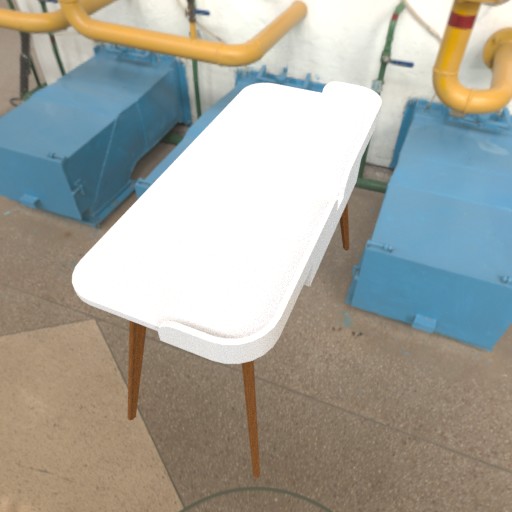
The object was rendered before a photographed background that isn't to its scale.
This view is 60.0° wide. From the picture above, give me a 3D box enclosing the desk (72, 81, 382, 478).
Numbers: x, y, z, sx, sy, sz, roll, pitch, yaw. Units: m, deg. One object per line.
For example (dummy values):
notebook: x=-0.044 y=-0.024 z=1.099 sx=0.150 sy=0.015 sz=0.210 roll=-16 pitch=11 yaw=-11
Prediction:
desk: x=0.000 y=0.000 z=1.604 sx=0.534 sy=0.807 sz=1.206 roll=17 pitch=49 yaw=16
